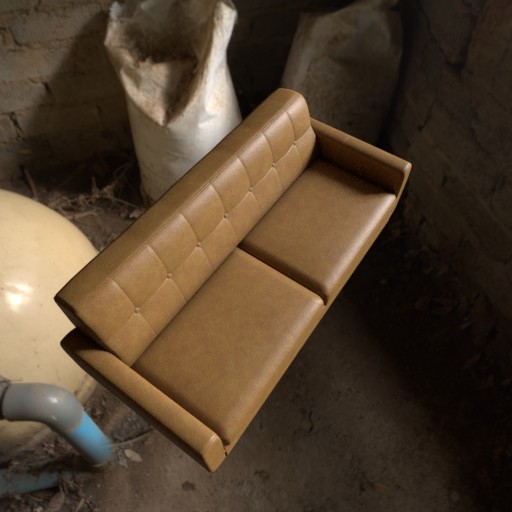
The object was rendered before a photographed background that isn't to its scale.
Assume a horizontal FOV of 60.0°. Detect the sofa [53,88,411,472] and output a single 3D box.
[{"bbox_3d":[0.000,0.000,2.637,0.980,0.892,2.137,31,62,18],"label":"sofa"}]
